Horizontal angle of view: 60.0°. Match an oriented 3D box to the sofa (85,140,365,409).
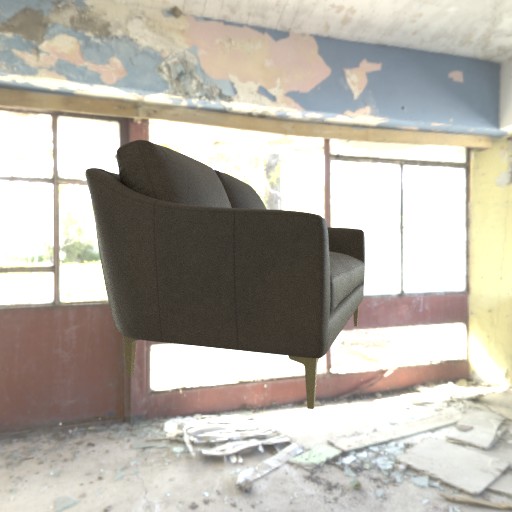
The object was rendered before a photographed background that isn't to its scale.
[{"bbox_3d":[0.000,0.000,2.193,0.960,0.902,1.619,0,1,18],"label":"sofa"}]
